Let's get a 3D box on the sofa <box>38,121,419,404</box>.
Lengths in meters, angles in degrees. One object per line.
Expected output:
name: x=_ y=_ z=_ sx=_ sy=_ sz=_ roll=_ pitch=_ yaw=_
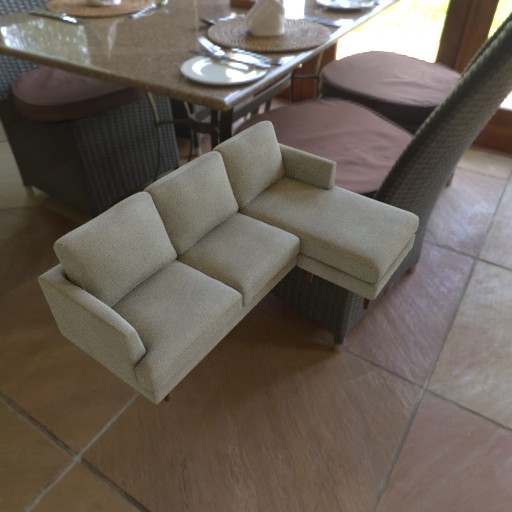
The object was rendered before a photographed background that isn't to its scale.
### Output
sofa: x=0.000 y=0.000 z=3.014 sx=1.504 sy=0.956 sz=2.233 roll=25 pitch=47 yaw=27
